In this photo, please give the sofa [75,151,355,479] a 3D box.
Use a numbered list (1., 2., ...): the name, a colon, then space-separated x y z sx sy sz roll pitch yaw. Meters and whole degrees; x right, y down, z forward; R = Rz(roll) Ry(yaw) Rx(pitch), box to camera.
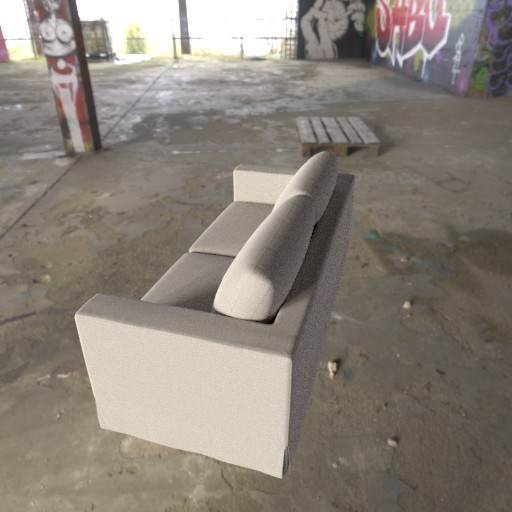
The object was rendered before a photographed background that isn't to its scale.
1. sofa: 0.000 0.000 2.697 0.954 0.881 2.163 9 30 15
